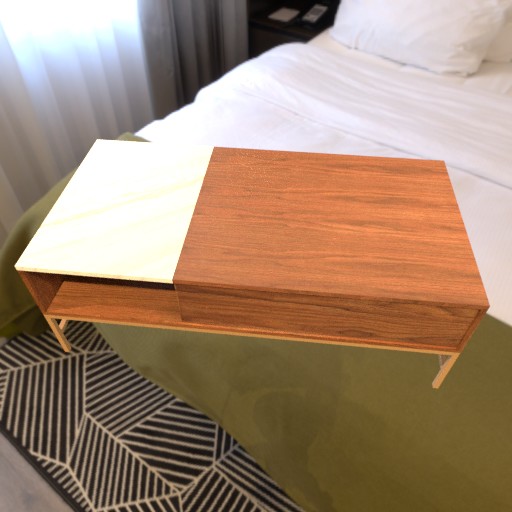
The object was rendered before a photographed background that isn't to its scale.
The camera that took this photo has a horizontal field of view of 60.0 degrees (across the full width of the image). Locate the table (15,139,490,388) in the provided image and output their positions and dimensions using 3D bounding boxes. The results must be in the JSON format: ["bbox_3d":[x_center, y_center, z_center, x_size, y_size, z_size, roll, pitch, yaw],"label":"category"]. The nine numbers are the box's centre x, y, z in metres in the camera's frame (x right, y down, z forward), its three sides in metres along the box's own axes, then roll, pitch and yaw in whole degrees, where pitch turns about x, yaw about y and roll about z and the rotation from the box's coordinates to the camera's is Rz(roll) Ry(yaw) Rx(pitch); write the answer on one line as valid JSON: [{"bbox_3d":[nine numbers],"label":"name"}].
[{"bbox_3d":[0.000,0.000,1.908,1.553,0.551,0.789,5,47,4],"label":"table"}]
